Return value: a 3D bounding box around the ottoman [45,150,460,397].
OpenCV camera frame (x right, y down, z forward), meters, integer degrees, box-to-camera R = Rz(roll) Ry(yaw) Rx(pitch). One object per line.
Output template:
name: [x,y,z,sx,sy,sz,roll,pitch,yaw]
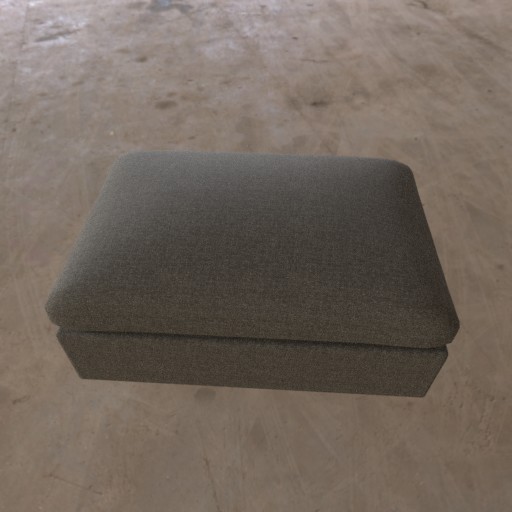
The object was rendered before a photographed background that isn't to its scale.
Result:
ottoman: [0.000,0.000,1.412,1.041,0.483,0.711,2,46,2]
